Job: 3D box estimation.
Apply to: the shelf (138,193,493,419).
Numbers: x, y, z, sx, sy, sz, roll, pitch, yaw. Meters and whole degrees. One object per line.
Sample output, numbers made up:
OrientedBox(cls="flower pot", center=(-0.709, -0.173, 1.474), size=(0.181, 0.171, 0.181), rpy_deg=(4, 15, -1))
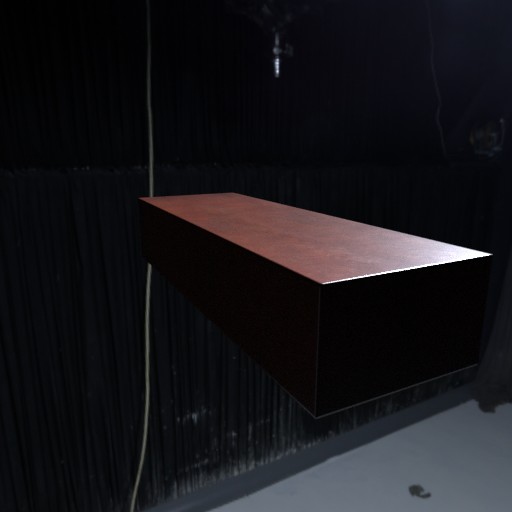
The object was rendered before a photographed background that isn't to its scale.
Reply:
OrientedBox(cls="shelf", center=(0.000, 0.000, 0.497), size=(0.152, 0.088, 0.457), rpy_deg=(-7, 16, -26))
